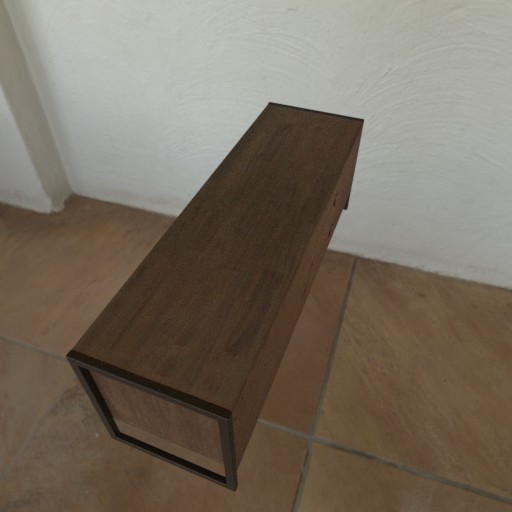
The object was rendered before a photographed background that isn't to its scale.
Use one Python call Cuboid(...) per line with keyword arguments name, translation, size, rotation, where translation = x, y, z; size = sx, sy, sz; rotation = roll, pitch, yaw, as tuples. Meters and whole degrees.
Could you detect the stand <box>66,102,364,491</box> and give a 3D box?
Cuboid(name="stand", translation=(0.000, 0.000, 1.724), size=(0.454, 0.506, 1.480), rotation=(16, 47, 15))
